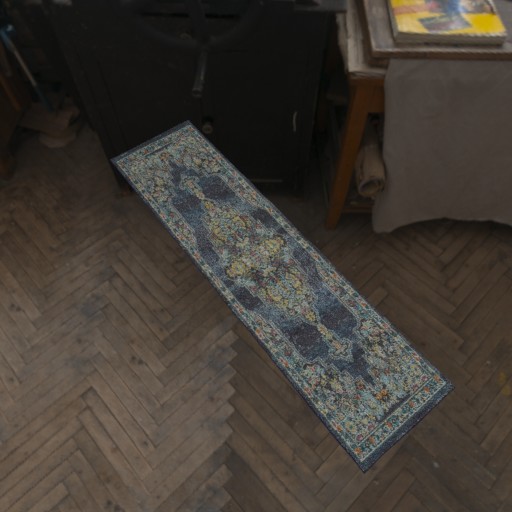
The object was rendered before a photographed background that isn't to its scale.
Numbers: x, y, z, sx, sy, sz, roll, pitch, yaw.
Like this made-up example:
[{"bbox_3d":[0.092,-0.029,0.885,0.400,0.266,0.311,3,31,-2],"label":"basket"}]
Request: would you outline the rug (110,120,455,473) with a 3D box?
[{"bbox_3d":[0.000,0.000,2.448,0.602,0.016,2.283,-33,64,-19],"label":"rug"}]
